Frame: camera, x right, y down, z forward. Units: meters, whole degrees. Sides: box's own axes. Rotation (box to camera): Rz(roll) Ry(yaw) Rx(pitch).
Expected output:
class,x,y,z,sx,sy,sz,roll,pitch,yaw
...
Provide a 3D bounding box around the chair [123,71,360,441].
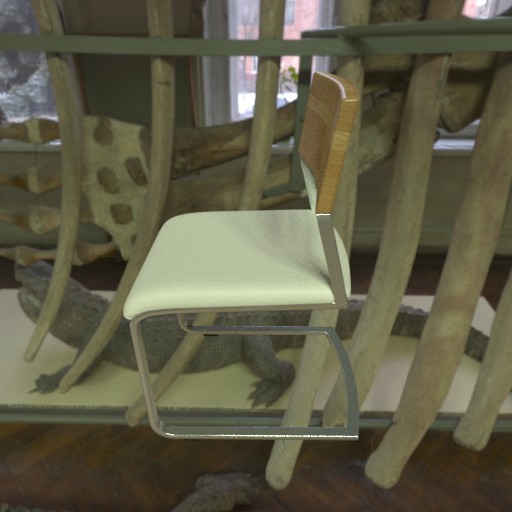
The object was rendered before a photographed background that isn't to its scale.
class,x,y,z,sx,sy,sz,roll,pitch,yaw
chair,0.000,0.000,1.146,0.585,0.844,0.467,0,28,1
